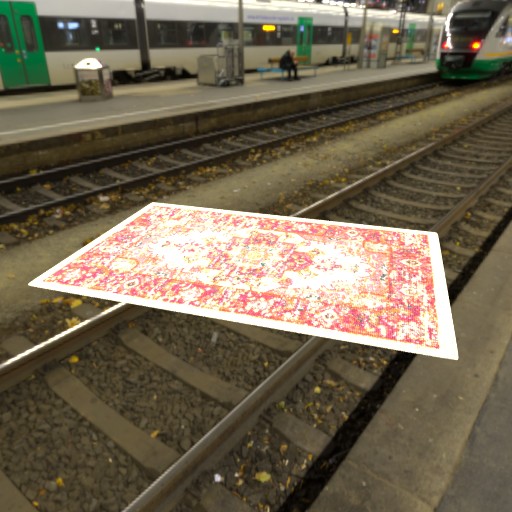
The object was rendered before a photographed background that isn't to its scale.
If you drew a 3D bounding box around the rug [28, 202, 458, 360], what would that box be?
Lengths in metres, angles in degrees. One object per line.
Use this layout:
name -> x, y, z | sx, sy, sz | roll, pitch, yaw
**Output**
rug -> 0.000, 0.000, 1.084 | 0.868, 0.004, 0.556 | 8, 27, 15
